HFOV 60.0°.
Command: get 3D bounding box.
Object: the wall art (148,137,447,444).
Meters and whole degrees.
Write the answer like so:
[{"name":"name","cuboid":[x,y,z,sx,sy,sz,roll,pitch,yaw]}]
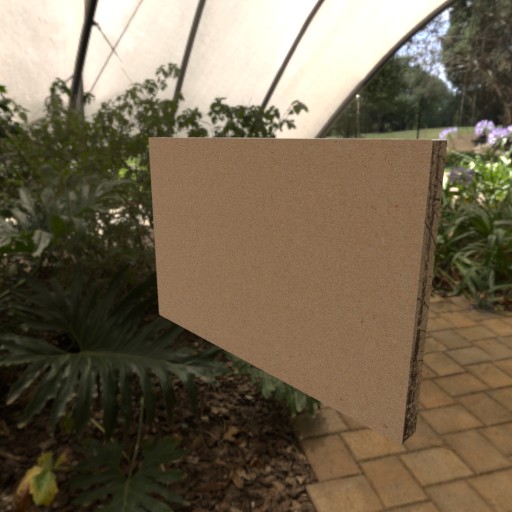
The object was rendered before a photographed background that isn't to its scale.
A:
[{"name":"wall art","cuboid":[0.000,0.000,0.775,0.042,0.398,0.618,-14,20,-41]}]
